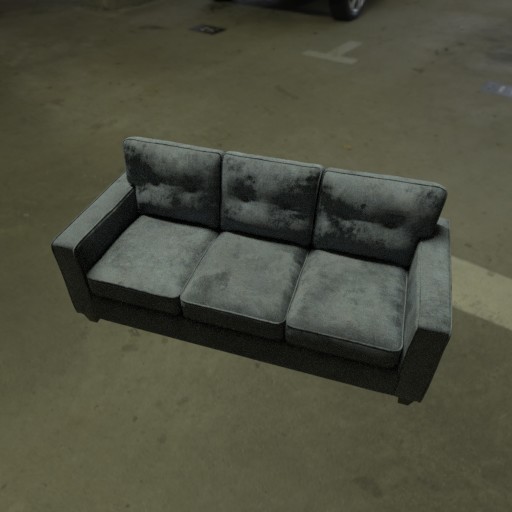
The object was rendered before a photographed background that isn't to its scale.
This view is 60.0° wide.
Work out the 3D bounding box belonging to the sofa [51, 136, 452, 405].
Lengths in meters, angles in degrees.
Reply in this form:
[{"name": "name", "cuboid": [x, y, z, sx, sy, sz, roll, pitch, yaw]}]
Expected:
[{"name": "sofa", "cuboid": [0.000, 0.000, 2.633, 2.133, 0.965, 0.939, 12, 43, 13]}]
